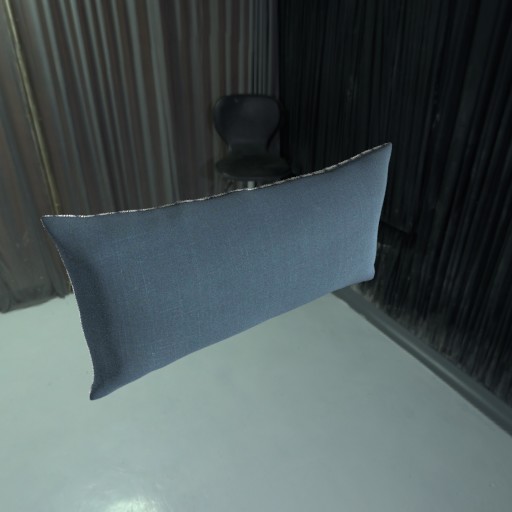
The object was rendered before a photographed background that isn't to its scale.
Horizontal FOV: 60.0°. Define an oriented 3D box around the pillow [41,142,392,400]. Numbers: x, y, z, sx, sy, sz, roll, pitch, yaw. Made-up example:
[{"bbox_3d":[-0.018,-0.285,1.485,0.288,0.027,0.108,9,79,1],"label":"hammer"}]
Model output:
[{"bbox_3d":[0.000,0.000,0.740,0.609,0.305,0.151,-19,36,-29],"label":"pillow"}]
